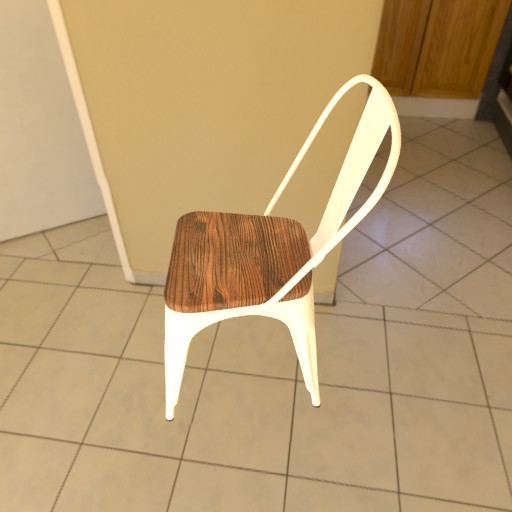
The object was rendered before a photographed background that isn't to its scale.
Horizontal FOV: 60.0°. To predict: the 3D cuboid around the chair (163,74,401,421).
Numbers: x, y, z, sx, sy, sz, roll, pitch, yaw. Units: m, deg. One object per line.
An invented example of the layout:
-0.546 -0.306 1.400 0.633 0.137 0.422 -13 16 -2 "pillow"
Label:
0.000 0.000 1.144 0.521 0.851 0.452 -1 42 -1 "chair"
